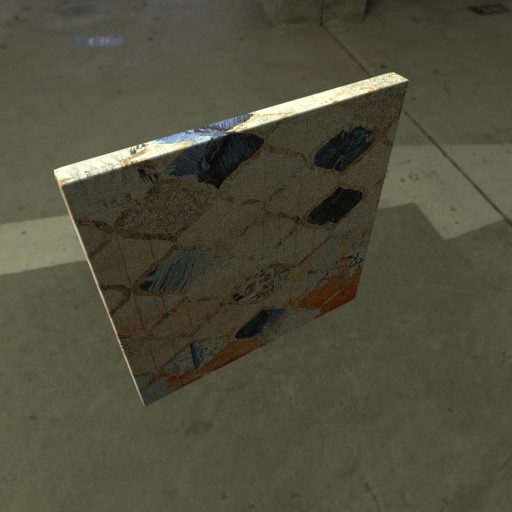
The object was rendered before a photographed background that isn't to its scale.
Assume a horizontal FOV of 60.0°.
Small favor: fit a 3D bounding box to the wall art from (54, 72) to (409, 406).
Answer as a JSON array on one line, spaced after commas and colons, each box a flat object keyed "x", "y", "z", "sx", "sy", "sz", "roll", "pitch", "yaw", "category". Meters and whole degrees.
[{"x": 0.000, "y": 0.000, "z": 0.752, "sx": 0.507, "sy": 0.508, "sz": 0.038, "roll": -23, "pitch": 49, "yaw": -21, "category": "wall art"}]
